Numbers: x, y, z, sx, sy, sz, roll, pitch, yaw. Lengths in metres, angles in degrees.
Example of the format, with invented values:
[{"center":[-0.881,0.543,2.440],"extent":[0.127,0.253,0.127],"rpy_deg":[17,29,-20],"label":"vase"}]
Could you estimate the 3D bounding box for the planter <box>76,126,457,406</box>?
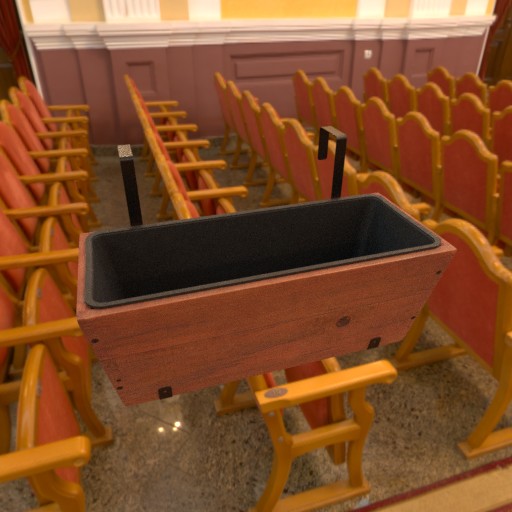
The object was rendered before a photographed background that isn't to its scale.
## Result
[{"center":[0.000,0.000,0.655],"extent":[0.480,0.289,0.262],"rpy_deg":[-9,33,-15],"label":"planter"}]
